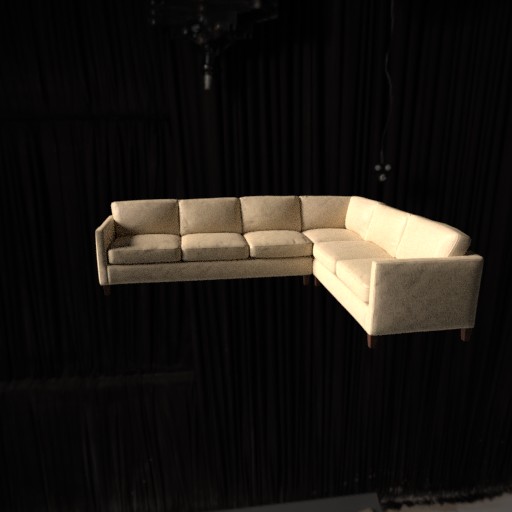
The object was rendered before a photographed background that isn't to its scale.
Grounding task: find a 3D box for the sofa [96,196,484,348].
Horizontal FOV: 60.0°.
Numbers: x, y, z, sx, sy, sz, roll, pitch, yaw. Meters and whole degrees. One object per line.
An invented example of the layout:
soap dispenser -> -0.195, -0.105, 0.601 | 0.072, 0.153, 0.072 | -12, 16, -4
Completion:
sofa -> 0.000, 0.000, 4.527 | 3.302, 0.947, 2.593 | -2, 15, -8
